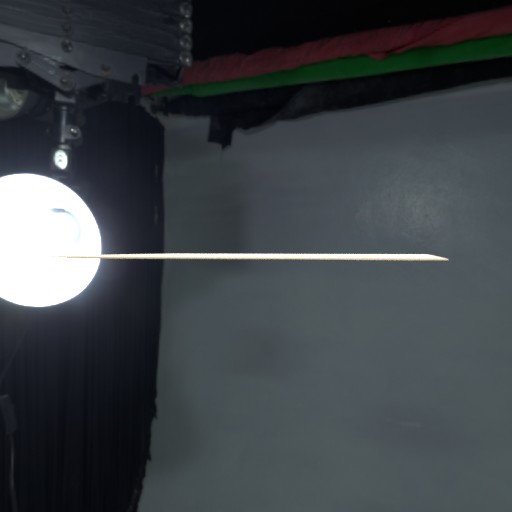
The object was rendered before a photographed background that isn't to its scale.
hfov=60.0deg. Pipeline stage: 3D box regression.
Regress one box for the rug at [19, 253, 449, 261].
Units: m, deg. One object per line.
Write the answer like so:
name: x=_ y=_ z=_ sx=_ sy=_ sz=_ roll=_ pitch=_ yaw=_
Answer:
rug: x=0.000 y=0.000 z=3.853 sx=2.895 sy=0.018 sz=2.288 roll=0 pitch=1 yaw=19
